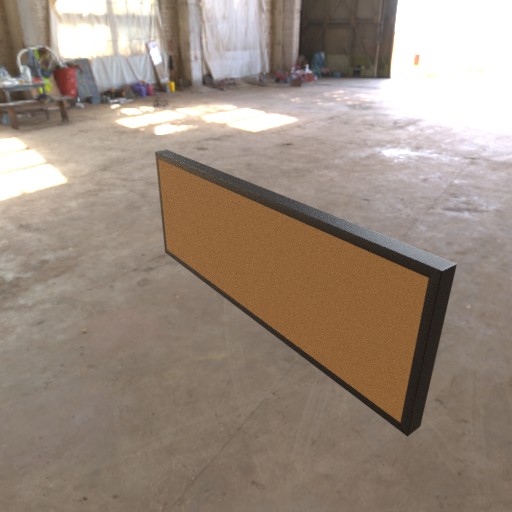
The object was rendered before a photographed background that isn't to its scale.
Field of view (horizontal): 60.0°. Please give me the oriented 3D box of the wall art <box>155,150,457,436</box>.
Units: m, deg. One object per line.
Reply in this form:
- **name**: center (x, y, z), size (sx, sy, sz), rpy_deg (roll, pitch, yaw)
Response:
- **wall art**: center (0.000, 0.000, 0.968), size (0.037, 0.303, 0.860), rpy_deg (-18, 32, -33)
